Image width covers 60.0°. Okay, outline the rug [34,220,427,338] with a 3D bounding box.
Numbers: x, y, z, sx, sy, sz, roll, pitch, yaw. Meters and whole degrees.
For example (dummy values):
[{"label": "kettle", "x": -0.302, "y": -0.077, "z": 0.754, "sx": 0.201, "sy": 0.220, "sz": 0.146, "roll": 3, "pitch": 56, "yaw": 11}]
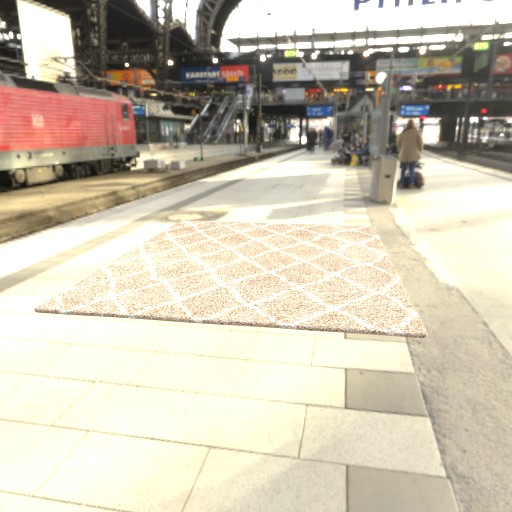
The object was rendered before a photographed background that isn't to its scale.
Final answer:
[{"label": "rug", "x": 0.000, "y": 0.000, "z": 4.116, "sx": 2.438, "sy": 0.029, "sz": 3.047, "roll": 2, "pitch": 16, "yaw": 9}]
